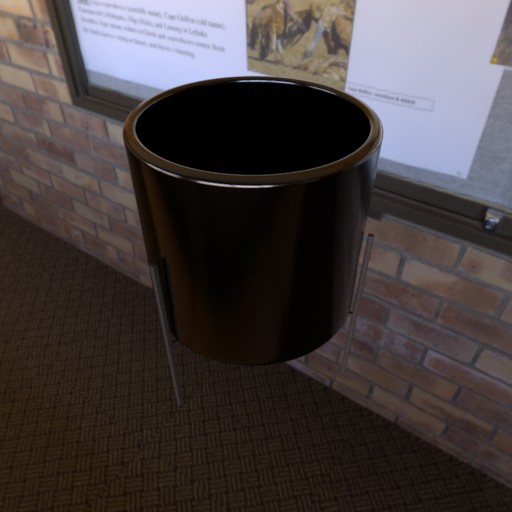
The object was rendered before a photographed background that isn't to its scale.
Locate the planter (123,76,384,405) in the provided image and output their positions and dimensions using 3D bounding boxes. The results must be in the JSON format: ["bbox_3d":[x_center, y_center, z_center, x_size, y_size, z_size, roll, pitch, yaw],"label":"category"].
[{"bbox_3d":[0.000,0.000,0.659,0.310,0.432,0.310,2,40,2],"label":"planter"}]
